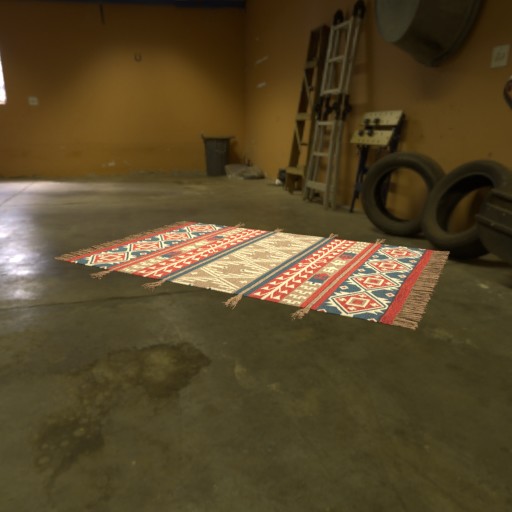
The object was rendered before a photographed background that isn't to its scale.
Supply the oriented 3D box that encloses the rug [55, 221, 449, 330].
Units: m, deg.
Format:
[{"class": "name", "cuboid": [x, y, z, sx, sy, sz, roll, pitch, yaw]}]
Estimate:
[{"class": "rug", "cuboid": [0.000, 0.000, 3.172, 2.450, 0.048, 1.778, 8, 18, 27]}]
